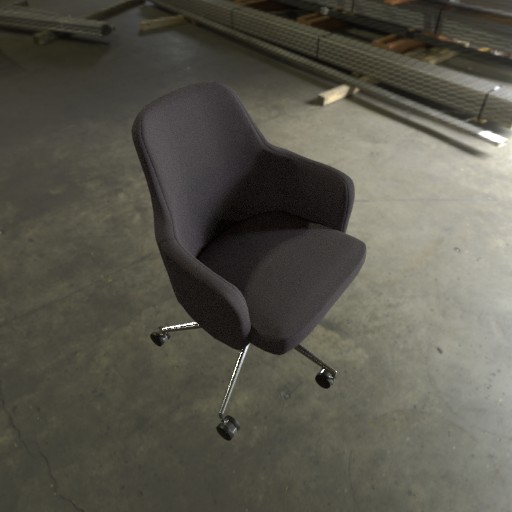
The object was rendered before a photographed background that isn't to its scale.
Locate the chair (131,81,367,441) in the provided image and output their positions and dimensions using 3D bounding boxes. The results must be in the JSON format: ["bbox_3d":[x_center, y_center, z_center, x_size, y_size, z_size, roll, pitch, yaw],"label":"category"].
[{"bbox_3d":[0.000,0.000,1.266,0.600,0.820,0.655,26,48,26],"label":"chair"}]
